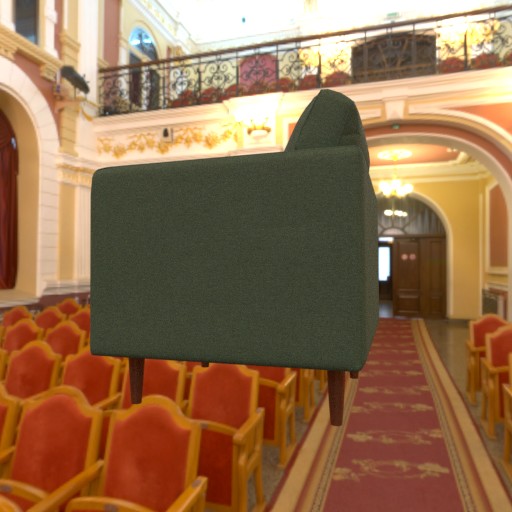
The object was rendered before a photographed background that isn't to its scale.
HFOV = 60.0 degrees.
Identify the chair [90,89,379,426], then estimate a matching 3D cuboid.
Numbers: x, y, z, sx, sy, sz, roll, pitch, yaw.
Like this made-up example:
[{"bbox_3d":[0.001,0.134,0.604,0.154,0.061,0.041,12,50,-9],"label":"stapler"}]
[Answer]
[{"bbox_3d":[0.000,0.000,1.553,0.800,0.927,0.855,0,-1,18],"label":"chair"}]
